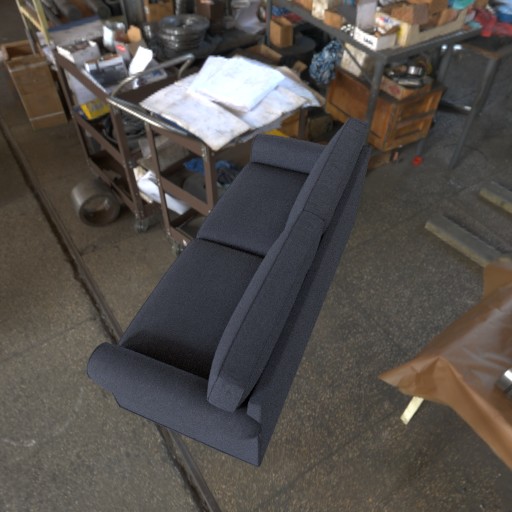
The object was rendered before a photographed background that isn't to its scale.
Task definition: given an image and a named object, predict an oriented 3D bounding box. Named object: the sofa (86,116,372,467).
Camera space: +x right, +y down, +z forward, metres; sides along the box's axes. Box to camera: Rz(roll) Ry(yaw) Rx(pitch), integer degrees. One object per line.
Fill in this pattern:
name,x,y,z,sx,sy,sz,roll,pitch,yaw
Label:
sofa,0.000,0.000,2.939,0.954,1.026,2.391,17,50,15
